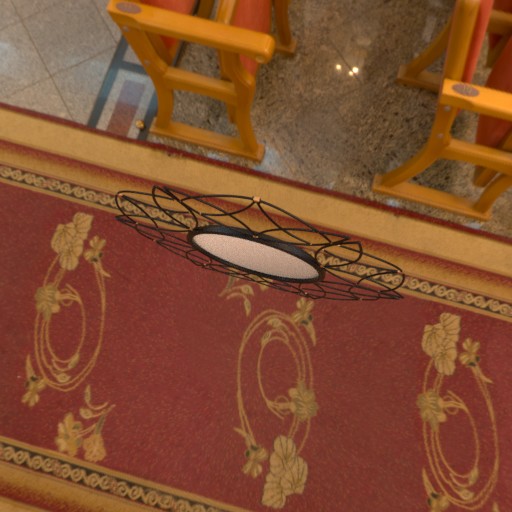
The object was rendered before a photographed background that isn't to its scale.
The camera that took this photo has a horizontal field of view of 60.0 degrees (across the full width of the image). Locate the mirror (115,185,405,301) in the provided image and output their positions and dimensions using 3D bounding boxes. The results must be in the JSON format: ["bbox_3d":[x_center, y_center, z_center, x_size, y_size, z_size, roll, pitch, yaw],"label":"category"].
[{"bbox_3d":[0.000,0.000,1.182,0.797,0.775,0.028,16,76,4],"label":"mirror"}]
